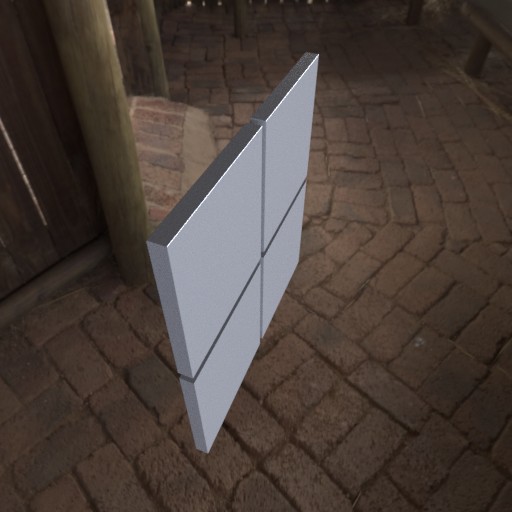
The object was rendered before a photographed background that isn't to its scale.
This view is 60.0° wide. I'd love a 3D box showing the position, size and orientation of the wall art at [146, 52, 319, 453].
[{"bbox_3d":[0.000,0.000,0.928,0.029,0.611,0.611,16,47,15],"label":"wall art"}]
